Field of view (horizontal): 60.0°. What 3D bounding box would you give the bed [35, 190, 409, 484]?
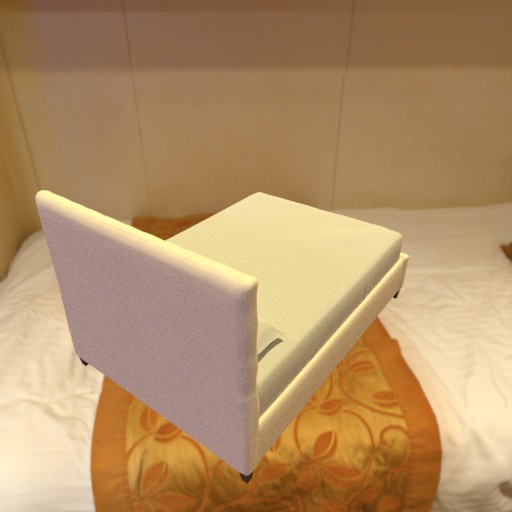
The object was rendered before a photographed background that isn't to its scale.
[{"bbox_3d":[0.000,0.000,3.462,1.698,1.427,2.387,21,37,31],"label":"bed"}]
